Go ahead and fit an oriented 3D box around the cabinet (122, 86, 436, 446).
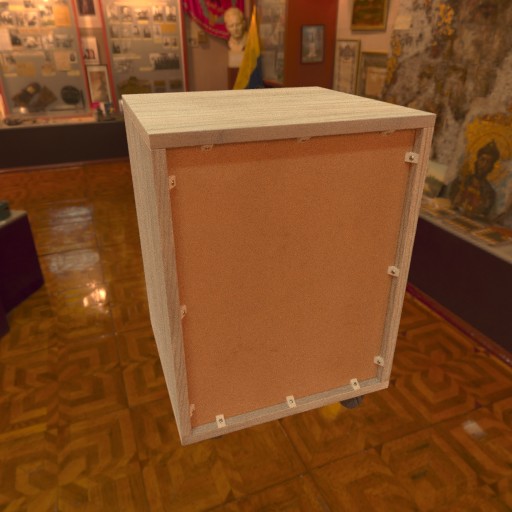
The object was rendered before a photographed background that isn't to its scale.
[{"bbox_3d":[0.000,0.000,0.876,0.409,0.579,0.401,-9,28,-18],"label":"cabinet"}]
